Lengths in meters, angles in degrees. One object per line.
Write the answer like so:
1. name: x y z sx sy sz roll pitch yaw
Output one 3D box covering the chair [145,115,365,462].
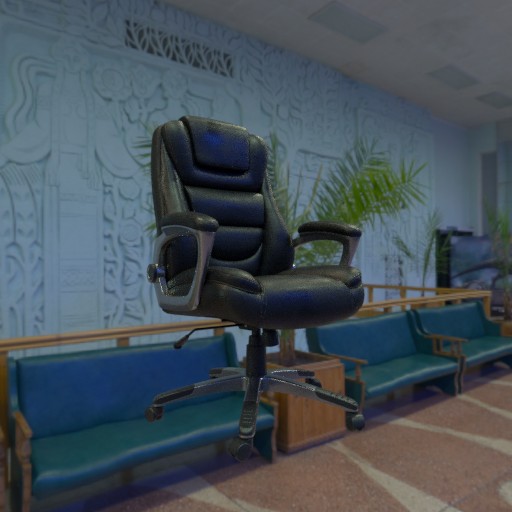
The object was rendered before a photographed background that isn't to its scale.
1. chair: 0.000 0.000 1.534 0.697 1.075 0.689 0 0 -35
